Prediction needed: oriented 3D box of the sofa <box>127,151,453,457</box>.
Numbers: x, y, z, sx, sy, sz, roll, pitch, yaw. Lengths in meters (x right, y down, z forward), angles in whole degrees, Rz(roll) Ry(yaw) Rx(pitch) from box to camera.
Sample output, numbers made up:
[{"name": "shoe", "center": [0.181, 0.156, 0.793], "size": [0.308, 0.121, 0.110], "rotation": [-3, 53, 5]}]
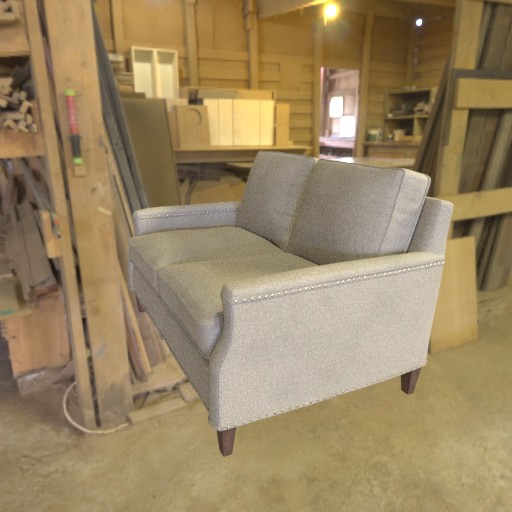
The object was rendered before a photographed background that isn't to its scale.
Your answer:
[{"name": "sofa", "center": [0.000, 0.000, 2.316], "size": [1.084, 1.003, 1.597], "rotation": [-8, 18, -25]}]
